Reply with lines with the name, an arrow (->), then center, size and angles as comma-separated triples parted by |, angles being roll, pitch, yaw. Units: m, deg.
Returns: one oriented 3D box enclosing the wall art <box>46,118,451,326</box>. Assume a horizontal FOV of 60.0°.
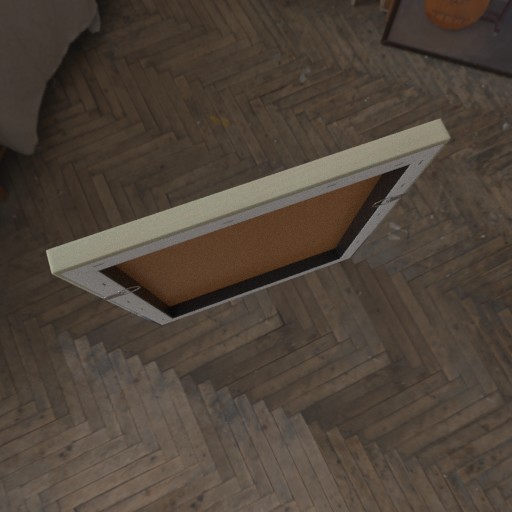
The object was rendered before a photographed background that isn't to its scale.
wall art -> 0.000, 0.000, 0.978 | 0.608, 0.710, 0.041 | -19, 76, -5
